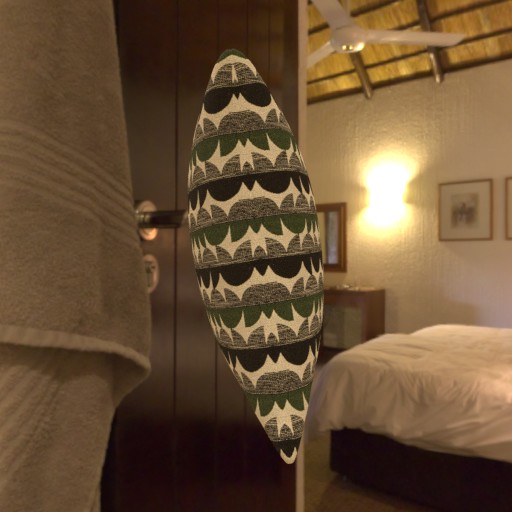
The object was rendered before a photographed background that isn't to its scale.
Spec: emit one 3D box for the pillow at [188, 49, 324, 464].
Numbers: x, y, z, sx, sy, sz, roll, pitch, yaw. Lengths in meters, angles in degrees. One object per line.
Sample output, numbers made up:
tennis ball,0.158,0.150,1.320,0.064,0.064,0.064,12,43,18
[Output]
pillow,0.000,0.000,0.628,0.180,0.404,0.419,0,0,0
